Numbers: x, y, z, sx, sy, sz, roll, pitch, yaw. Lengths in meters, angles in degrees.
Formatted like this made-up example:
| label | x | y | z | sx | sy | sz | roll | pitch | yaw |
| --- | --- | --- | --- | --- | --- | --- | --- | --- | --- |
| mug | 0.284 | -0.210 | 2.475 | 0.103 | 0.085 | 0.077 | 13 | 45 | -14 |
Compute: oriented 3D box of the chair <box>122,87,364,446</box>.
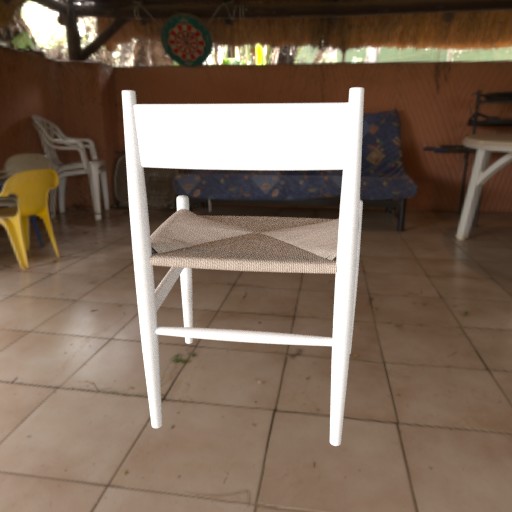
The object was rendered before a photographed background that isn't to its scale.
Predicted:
| label | x | y | z | sx | sy | sz | roll | pitch | yaw |
| --- | --- | --- | --- | --- | --- | --- | --- | --- | --- |
| chair | 0.000 | 0.000 | 1.126 | 0.556 | 0.762 | 0.495 | 2 | 16 | 8 |
